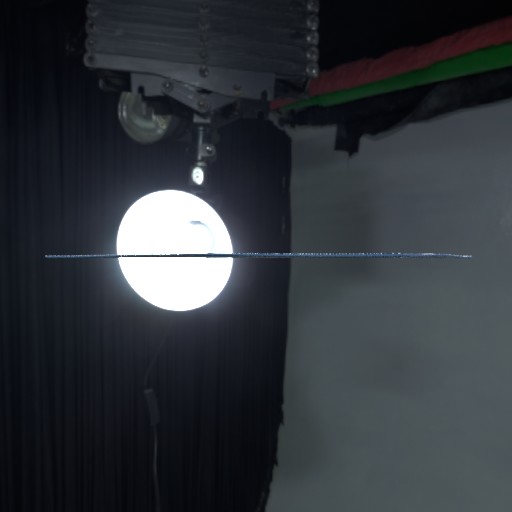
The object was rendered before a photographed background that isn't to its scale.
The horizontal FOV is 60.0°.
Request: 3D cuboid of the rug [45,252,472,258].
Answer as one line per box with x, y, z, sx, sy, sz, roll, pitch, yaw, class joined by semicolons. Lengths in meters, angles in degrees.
0.000;0.000;2.198;1.793;0.025;1.159;0;0;35;rug
